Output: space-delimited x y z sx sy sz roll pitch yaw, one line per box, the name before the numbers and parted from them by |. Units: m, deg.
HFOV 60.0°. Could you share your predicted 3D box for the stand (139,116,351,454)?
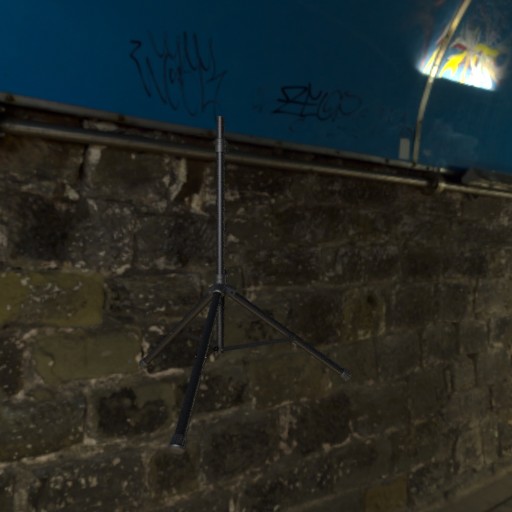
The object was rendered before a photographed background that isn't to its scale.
stand | 0.000 0.000 1.870 0.907 1.136 1.045 0 1 -18
